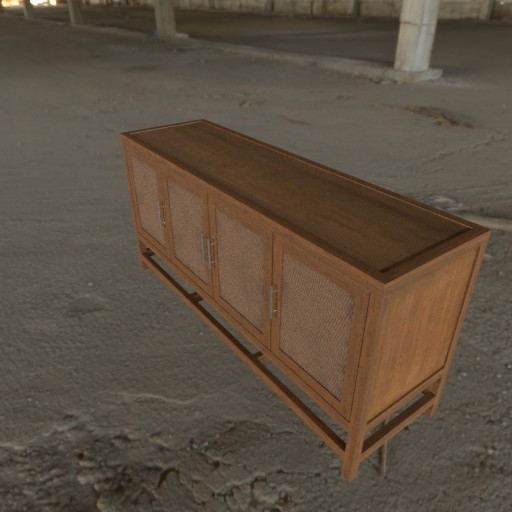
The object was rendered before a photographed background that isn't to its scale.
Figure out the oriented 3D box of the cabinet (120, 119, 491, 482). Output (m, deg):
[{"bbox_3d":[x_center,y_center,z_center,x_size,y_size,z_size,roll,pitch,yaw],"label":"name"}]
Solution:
[{"bbox_3d":[0.000,0.000,2.015,0.522,0.820,1.708,-21,37,-31],"label":"cabinet"}]
